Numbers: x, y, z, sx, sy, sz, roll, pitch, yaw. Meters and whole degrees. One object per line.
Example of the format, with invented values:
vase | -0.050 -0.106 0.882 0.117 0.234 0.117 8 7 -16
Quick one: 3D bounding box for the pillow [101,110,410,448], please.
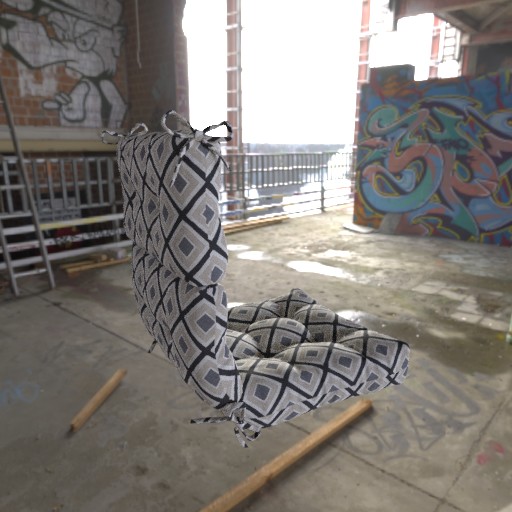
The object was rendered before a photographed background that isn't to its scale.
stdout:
pillow | 0.000 0.000 1.031 0.571 0.605 0.519 -8 16 -28
